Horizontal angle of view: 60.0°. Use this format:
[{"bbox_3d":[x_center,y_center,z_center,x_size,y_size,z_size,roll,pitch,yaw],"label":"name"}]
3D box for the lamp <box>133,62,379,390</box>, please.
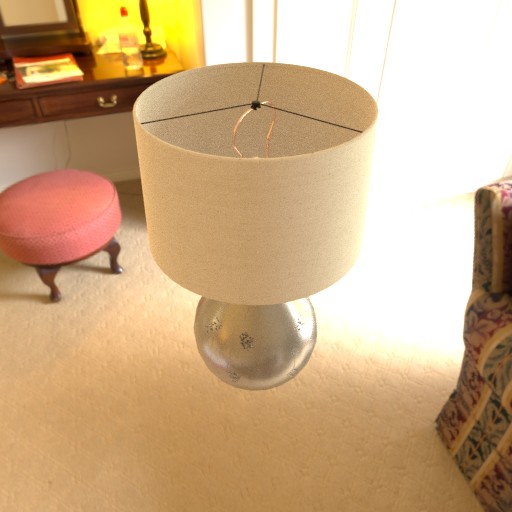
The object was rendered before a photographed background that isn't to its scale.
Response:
[{"bbox_3d":[0.000,0.000,0.733,0.330,0.521,0.330,0,41,0],"label":"lamp"}]
